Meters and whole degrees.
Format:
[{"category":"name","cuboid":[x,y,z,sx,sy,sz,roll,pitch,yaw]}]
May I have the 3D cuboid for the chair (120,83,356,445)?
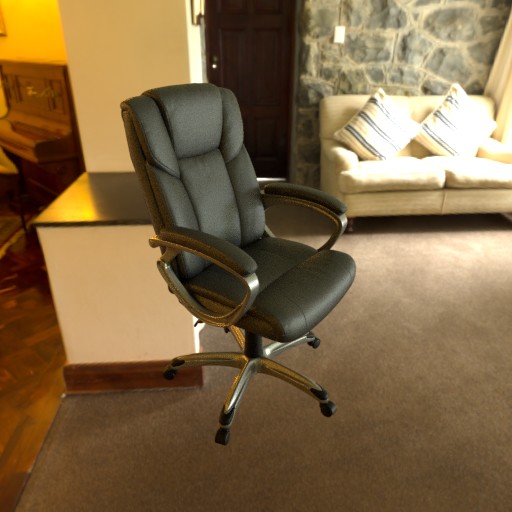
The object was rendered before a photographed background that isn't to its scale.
[{"category":"chair","cuboid":[0.000,0.000,1.594,0.719,1.130,0.721,18,31,32]}]
